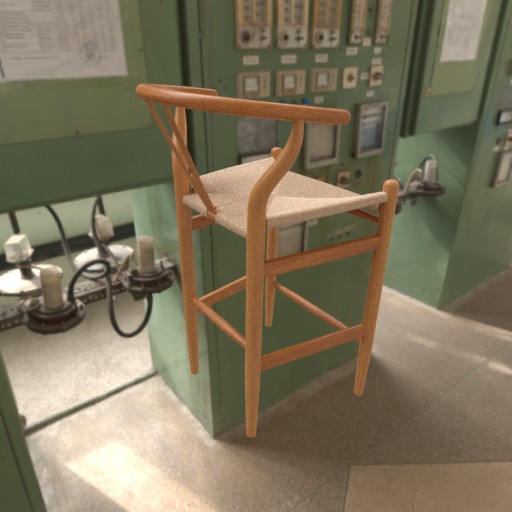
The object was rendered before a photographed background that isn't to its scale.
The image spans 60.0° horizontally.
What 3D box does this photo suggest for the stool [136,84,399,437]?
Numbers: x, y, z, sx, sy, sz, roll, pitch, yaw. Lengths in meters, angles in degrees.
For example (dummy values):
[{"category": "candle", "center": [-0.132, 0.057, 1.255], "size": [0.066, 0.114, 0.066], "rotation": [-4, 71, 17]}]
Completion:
[{"category": "stool", "center": [0.000, 0.000, 1.317], "size": [0.579, 0.970, 0.569], "rotation": [-18, 31, -32]}]
